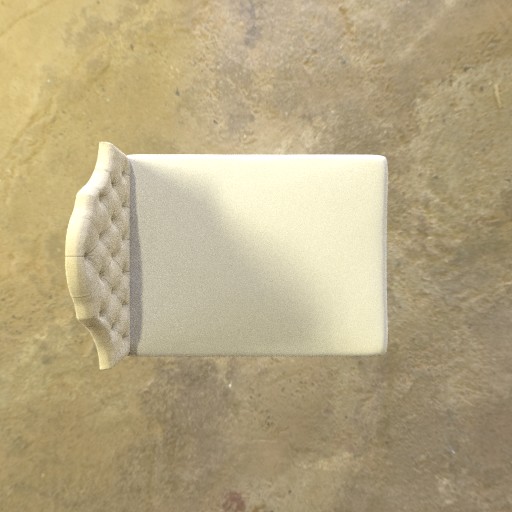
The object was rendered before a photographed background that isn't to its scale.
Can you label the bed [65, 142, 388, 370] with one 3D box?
[{"bbox_3d":[0.000,0.000,3.200,2.092,1.575,1.627,0,90,0],"label":"bed"}]
